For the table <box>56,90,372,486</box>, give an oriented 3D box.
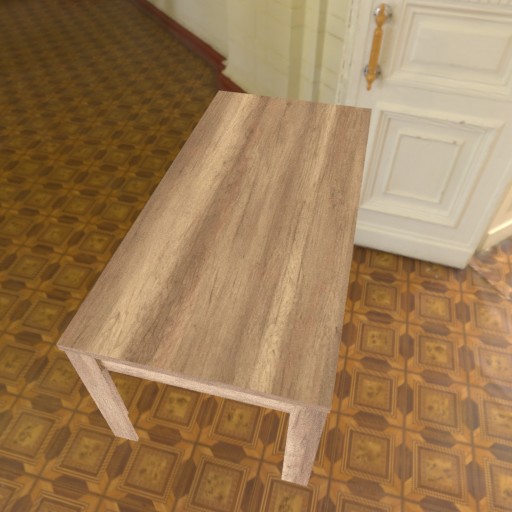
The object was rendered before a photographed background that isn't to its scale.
[{"bbox_3d":[0.000,0.000,2.259,0.900,0.790,1.800,10,48,9],"label":"table"}]
